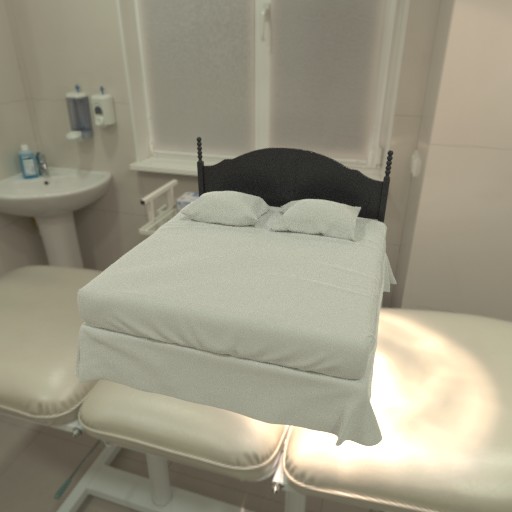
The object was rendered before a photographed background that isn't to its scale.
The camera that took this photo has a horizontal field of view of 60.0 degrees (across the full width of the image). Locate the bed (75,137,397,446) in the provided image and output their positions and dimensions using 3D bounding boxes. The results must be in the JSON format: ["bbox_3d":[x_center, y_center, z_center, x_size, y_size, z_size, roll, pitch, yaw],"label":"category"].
[{"bbox_3d":[0.000,0.000,3.596,2.322,1.355,2.219,8,28,15],"label":"bed"}]
